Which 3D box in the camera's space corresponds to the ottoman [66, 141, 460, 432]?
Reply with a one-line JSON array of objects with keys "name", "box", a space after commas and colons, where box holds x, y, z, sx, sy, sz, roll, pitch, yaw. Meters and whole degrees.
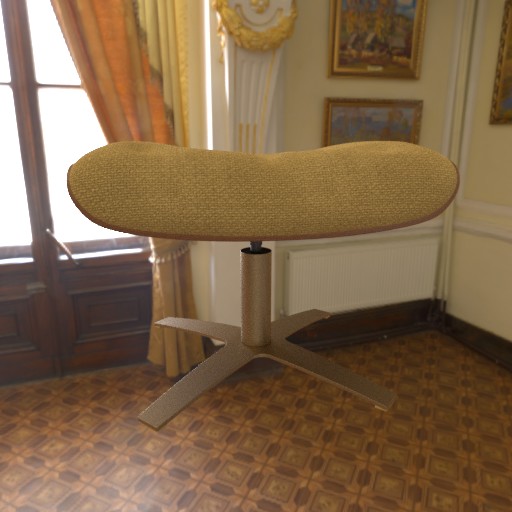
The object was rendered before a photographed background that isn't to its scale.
[{"name": "ottoman", "box": [0.000, 0.000, 0.776, 0.520, 0.391, 0.394, -2, 15, -8]}]
